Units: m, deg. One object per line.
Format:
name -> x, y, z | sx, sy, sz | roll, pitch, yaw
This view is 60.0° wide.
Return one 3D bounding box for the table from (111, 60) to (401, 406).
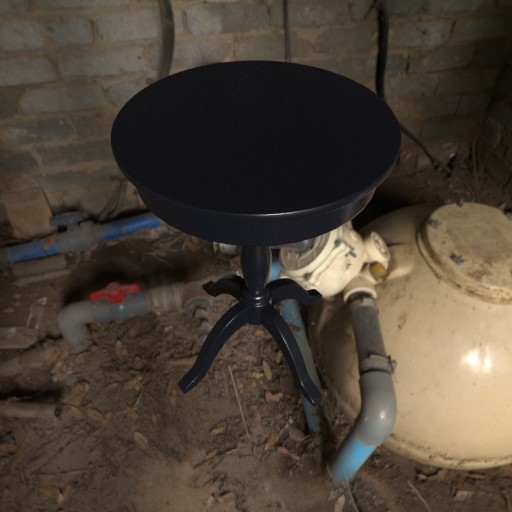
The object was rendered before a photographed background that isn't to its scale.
table -> 0.000, 0.000, 0.984 | 0.481, 0.665, 0.481 | 0, 47, 0
